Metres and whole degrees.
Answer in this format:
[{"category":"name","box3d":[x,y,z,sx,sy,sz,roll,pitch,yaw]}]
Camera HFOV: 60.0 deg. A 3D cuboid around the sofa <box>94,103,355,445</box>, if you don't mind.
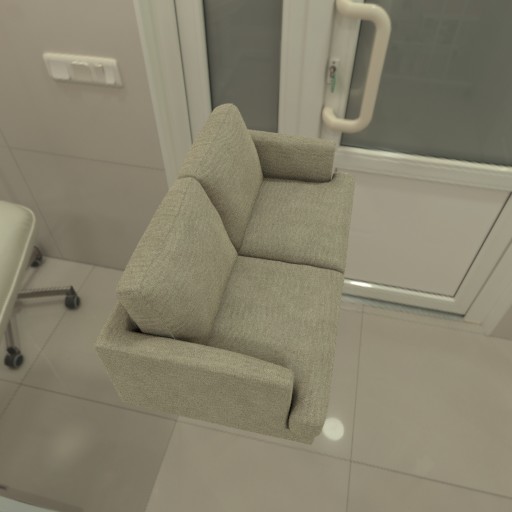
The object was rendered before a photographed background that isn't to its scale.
[{"category":"sofa","box3d":[0.000,0.000,2.245,0.903,0.944,1.582,10,49,8]}]
